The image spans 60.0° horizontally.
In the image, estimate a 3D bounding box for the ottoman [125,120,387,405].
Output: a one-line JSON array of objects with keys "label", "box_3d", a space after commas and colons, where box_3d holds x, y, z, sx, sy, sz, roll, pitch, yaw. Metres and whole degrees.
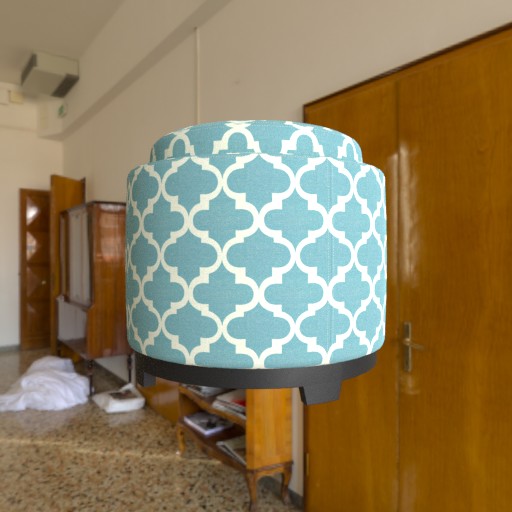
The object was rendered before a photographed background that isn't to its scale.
[{"label": "ottoman", "box_3d": [0.000, 0.000, 0.848, 0.480, 0.429, 0.480, 0, 0, 0]}]
